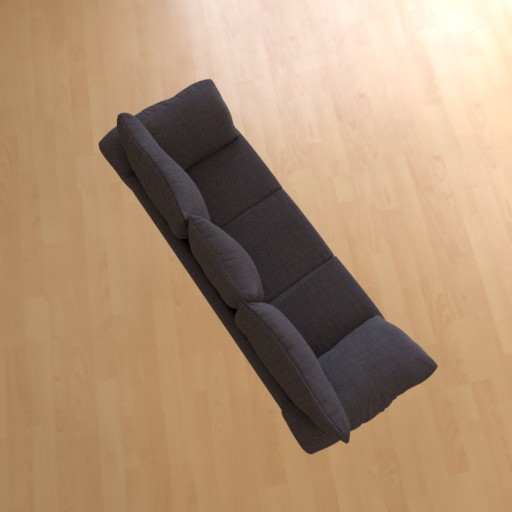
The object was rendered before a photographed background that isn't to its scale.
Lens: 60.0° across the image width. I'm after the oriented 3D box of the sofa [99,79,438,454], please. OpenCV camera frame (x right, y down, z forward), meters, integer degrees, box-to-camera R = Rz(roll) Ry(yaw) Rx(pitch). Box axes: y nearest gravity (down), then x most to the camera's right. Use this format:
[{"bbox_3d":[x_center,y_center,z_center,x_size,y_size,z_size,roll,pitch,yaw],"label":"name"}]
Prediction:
[{"bbox_3d":[0.000,0.000,2.848,0.883,1.080,2.336,-34,78,-8],"label":"sofa"}]
